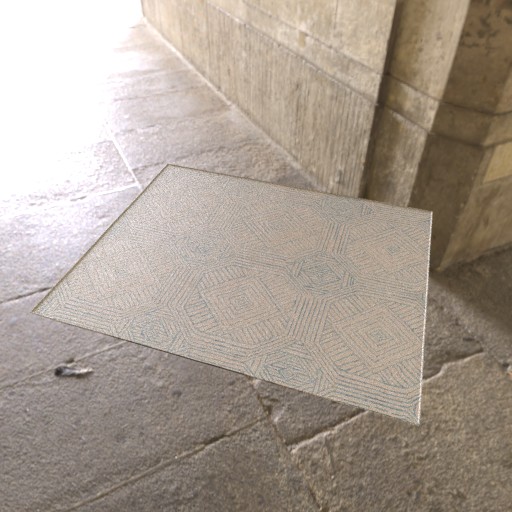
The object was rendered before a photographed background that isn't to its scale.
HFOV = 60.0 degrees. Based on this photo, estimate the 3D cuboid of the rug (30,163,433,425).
[{"bbox_3d":[0.000,0.000,4.094,3.049,0.015,2.457,13,44,13],"label":"rug"}]
